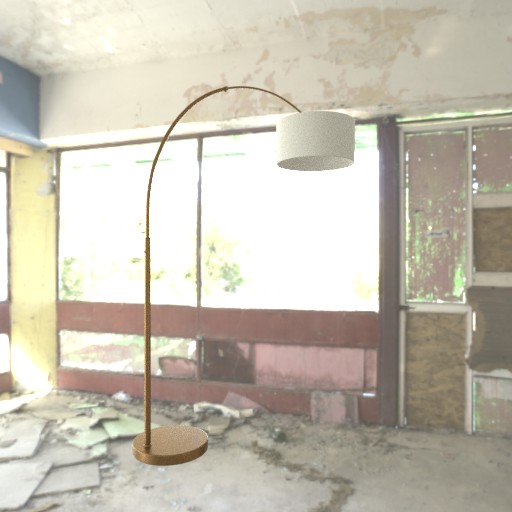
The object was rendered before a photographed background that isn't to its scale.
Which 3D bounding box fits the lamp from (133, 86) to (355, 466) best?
[{"bbox_3d":[0.000,0.000,2.536,1.434,1.927,0.493,0,0,-37],"label":"lamp"}]
